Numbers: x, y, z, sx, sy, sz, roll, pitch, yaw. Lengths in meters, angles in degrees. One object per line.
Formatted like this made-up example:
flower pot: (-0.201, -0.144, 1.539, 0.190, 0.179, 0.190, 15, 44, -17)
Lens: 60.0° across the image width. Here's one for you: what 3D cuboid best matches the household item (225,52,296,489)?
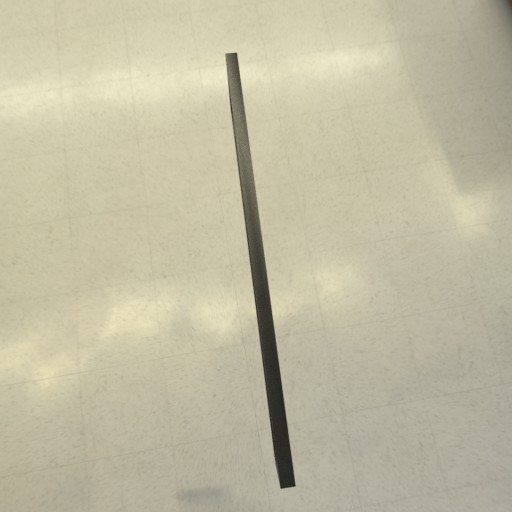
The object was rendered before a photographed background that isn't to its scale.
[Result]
household item: (0.000, 0.000, 1.101, 0.030, 0.236, 1.001, -7, 75, -2)
